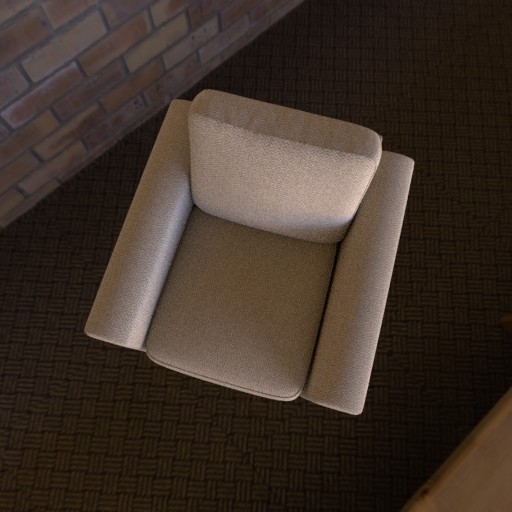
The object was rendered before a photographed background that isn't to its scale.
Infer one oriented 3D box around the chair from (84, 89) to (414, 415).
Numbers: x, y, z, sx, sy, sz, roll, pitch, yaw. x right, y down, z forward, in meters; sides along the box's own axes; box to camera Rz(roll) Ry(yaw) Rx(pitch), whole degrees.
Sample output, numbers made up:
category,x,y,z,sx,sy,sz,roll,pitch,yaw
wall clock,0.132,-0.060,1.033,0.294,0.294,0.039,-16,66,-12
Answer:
category,x,y,z,sx,sy,sz,roll,pitch,yaw
chair,0.000,0.000,1.743,1.005,0.873,1.016,15,75,4
